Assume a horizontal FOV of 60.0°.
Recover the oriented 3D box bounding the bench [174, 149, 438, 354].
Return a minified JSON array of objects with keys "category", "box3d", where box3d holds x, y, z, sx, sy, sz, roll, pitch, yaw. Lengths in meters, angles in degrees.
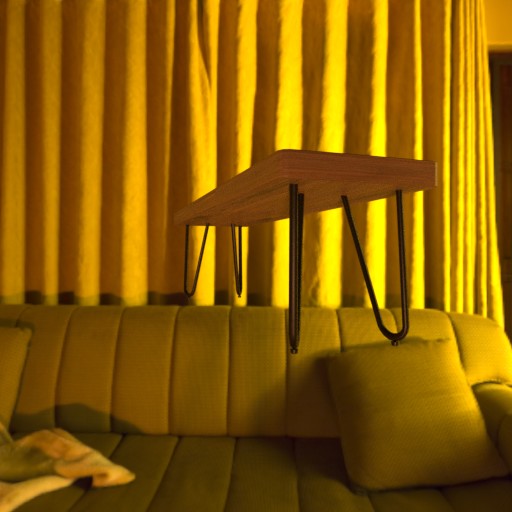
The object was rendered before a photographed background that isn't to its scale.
[{"category":"bench","box3d":[0.000,0.000,1.756,0.425,0.462,1.570,0,0,-19]}]
